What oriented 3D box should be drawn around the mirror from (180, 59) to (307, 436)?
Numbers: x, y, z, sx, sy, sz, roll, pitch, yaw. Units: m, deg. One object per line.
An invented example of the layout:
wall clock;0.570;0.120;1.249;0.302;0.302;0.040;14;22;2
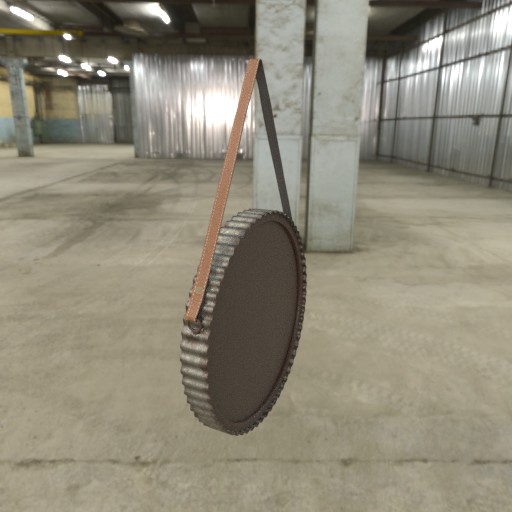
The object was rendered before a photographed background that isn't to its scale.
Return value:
mirror;0.000;0.000;0.691;0.042;0.568;0.355;8;18;26
